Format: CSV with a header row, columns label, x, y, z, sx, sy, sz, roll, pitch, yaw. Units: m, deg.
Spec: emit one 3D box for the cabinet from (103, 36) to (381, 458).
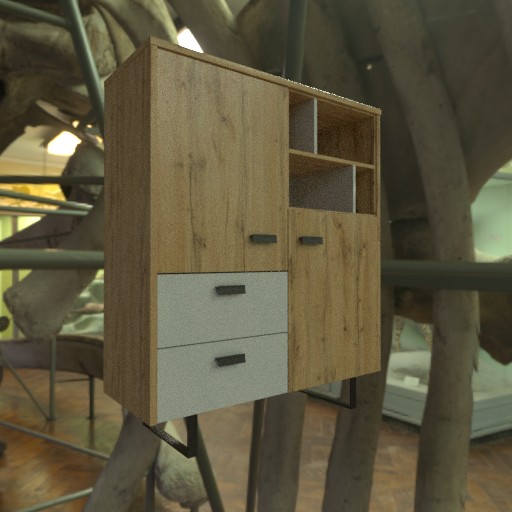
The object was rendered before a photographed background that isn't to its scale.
label,x,y,z,sx,sy,sz,roll,pitch,yaw
cabinet,0.000,0.000,1.931,1.168,1.397,0.473,0,-1,-37
